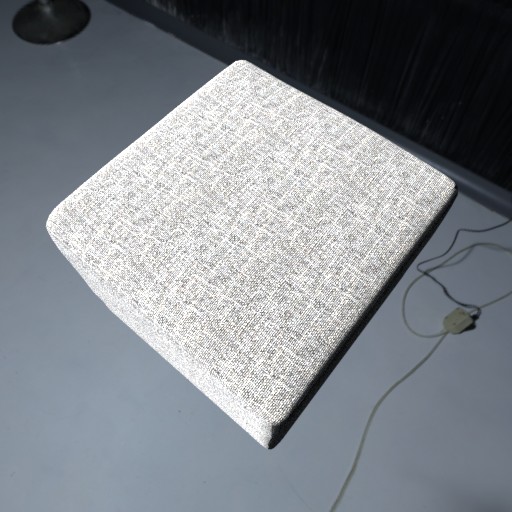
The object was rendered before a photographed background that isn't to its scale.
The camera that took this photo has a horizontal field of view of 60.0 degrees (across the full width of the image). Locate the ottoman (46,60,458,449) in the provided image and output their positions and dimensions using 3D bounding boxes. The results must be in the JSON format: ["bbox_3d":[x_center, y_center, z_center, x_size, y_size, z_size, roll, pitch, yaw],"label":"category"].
[{"bbox_3d":[0.000,0.000,0.908,0.512,0.453,0.521,36,68,17],"label":"ottoman"}]
